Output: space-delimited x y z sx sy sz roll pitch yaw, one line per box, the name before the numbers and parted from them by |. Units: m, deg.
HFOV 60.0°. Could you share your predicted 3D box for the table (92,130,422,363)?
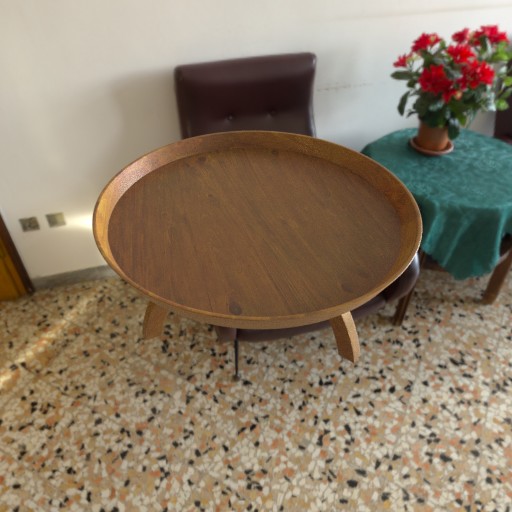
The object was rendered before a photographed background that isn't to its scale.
table | 0.000 0.000 1.557 1.016 0.470 1.016 0 41 0
